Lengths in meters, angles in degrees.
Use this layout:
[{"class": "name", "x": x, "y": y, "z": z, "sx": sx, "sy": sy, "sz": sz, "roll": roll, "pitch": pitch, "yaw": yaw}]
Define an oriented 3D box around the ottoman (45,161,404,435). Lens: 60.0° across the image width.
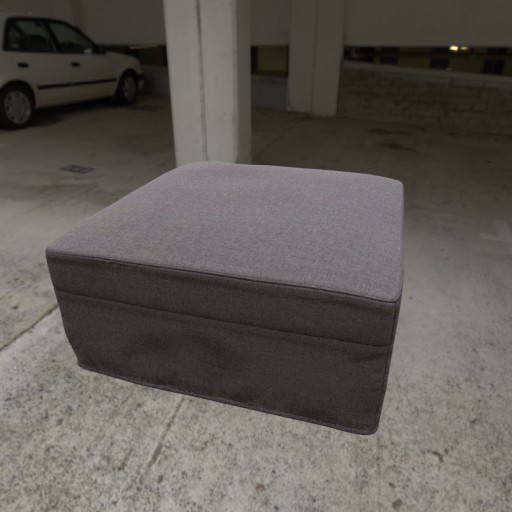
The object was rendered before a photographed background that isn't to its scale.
[{"class": "ottoman", "x": 0.000, "y": 0.000, "z": 1.367, "sx": 0.840, "sy": 0.436, "sz": 0.843, "roll": 8, "pitch": 27, "yaw": 15}]
